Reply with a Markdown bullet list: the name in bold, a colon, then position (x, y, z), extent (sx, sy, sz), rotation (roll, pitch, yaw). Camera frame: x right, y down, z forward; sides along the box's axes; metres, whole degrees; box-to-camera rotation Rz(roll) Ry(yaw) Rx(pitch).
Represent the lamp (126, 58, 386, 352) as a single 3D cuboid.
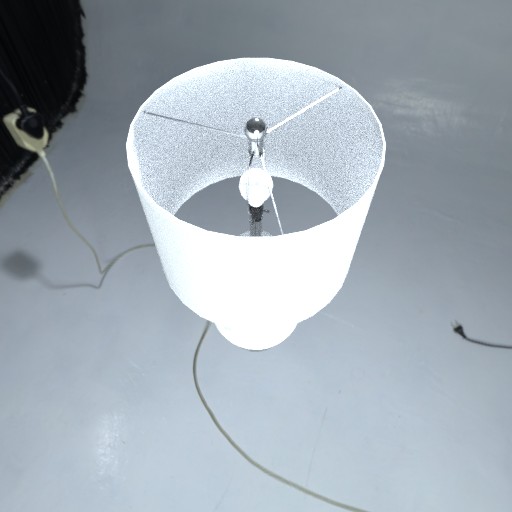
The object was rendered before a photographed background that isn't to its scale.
- **lamp**: position (0.000, 0.000, 0.875), extent (0.357, 0.673, 0.357), rotation (16, 59, 10)
